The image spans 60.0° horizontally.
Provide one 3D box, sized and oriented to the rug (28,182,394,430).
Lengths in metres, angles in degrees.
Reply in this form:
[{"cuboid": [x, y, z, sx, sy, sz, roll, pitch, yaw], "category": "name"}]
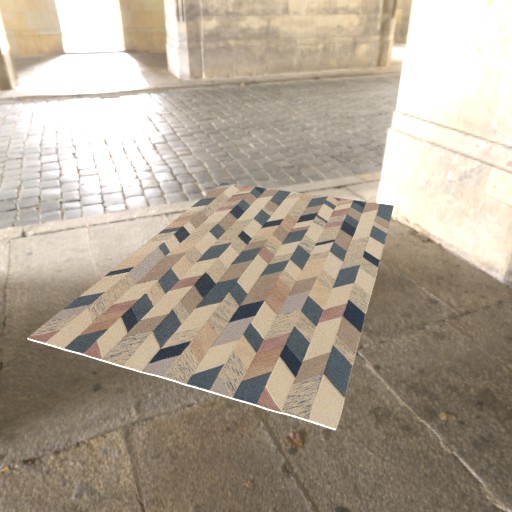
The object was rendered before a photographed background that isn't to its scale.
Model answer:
[{"cuboid": [0.000, 0.000, 2.255, 1.202, 0.006, 1.813, 11, 31, 18], "category": "rug"}]
